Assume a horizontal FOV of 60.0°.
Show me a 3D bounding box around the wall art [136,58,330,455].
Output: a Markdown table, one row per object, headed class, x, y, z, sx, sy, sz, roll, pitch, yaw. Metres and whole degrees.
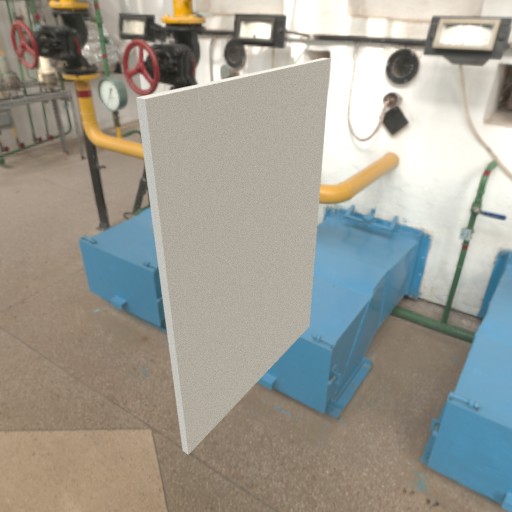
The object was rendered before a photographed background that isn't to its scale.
| class | x | y | z | sx | sy | sz | roll | pitch | yaw |
| --- | --- | --- | --- | --- | --- | --- | --- | --- | --- |
| wall art | 0.000 | 0.000 | 0.692 | 0.013 | 0.533 | 0.381 | 20 | 36 | 30 |
